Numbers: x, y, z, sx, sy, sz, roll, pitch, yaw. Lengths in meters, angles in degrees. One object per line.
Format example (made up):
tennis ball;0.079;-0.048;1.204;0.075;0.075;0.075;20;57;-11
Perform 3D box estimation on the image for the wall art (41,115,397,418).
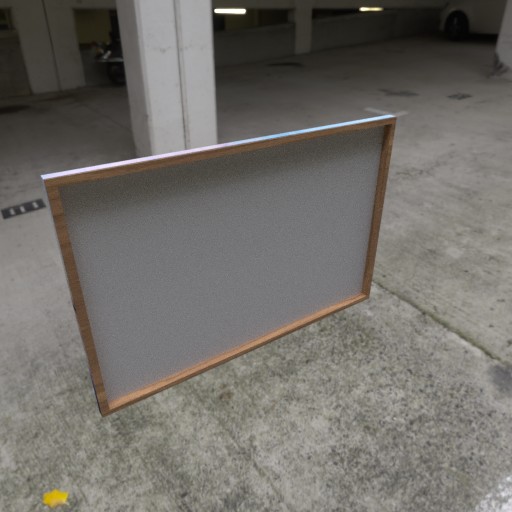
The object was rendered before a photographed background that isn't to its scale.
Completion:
wall art;0.000;0.000;0.765;0.604;0.402;0.018;-18;34;-29
